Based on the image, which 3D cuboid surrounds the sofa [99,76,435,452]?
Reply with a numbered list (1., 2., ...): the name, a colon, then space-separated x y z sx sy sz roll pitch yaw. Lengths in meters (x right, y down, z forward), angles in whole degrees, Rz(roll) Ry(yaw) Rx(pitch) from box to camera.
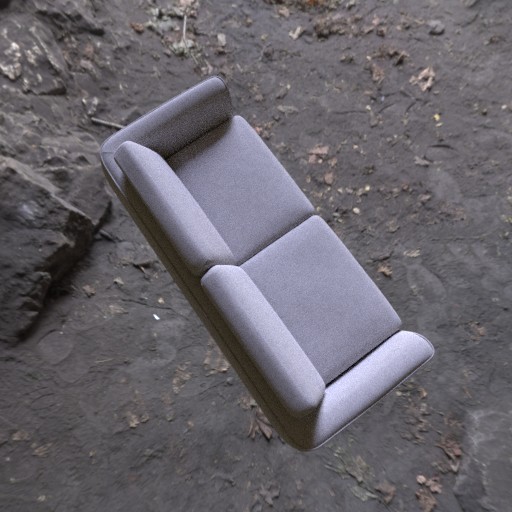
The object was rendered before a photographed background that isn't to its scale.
1. sofa: 0.000 0.000 2.535 0.920 0.850 2.000 -35 79 -8
